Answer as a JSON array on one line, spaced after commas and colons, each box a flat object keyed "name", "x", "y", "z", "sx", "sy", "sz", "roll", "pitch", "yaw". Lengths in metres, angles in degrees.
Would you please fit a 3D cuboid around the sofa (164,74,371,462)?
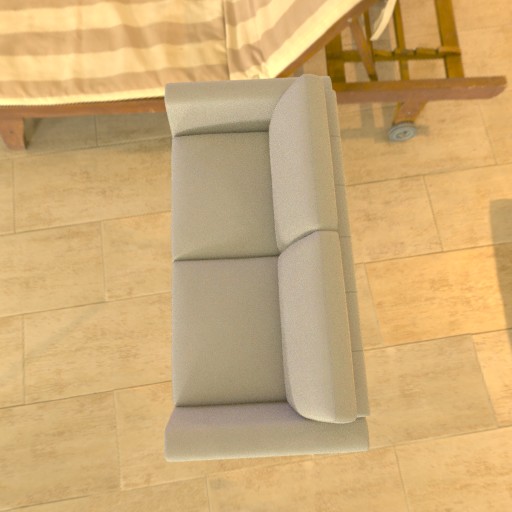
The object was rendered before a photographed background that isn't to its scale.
[{"name": "sofa", "x": 0.000, "y": 0.000, "z": 2.442, "sx": 0.953, "sy": 0.875, "sz": 2.017, "roll": -3, "pitch": 76, "yaw": -1}]
